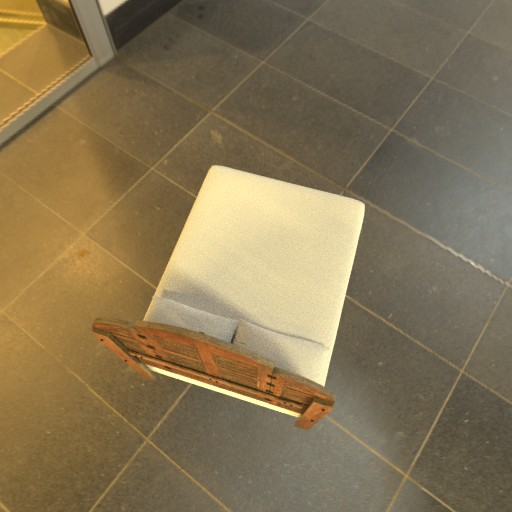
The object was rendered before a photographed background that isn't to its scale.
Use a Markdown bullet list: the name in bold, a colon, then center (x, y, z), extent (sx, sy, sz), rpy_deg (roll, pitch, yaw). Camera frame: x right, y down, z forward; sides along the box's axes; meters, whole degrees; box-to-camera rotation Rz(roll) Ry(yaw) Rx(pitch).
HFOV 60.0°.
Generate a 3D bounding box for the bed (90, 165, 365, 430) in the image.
- **bed**: center (0.000, 0.000, 3.627), extent (1.713, 2.019, 2.138), rpy_deg (15, 65, 7)
